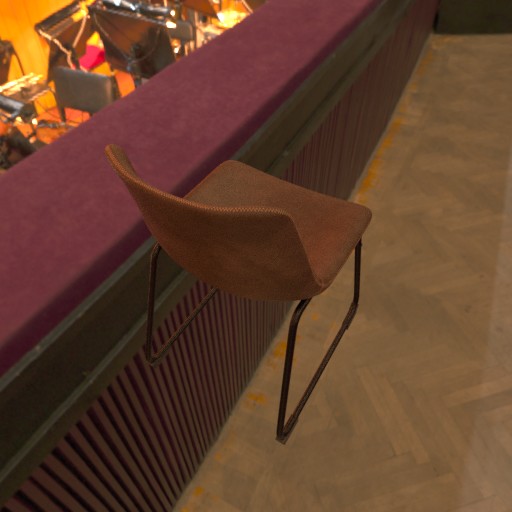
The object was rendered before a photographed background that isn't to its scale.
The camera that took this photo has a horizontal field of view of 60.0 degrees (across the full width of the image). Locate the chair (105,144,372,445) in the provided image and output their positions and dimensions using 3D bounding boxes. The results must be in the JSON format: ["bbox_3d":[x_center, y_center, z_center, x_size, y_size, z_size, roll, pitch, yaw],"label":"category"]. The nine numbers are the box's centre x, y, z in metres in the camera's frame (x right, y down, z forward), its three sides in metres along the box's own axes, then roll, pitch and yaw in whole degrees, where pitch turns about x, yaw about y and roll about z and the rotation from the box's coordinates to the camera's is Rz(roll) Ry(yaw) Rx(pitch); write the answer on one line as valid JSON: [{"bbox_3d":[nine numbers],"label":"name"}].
[{"bbox_3d":[0.000,0.000,1.104,0.460,0.780,0.551,24,51,21],"label":"chair"}]
